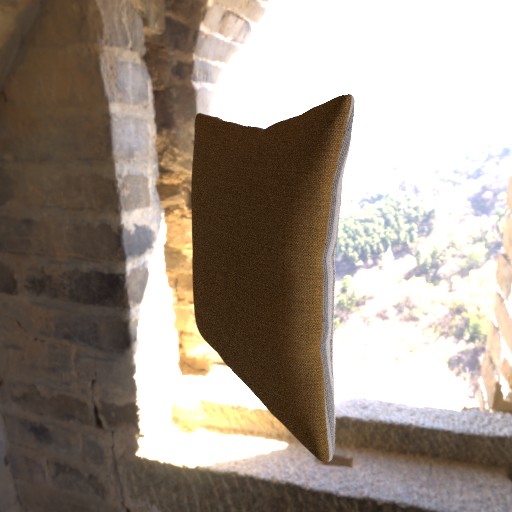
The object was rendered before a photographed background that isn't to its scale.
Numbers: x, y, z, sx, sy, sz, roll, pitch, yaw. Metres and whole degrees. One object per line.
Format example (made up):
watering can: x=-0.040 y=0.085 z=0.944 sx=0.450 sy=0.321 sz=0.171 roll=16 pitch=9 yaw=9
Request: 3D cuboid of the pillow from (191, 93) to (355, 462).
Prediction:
pillow: x=0.000 y=0.000 z=0.674 sx=0.147 sy=0.437 sz=0.432 roll=-8 pitch=16 yaw=-27
